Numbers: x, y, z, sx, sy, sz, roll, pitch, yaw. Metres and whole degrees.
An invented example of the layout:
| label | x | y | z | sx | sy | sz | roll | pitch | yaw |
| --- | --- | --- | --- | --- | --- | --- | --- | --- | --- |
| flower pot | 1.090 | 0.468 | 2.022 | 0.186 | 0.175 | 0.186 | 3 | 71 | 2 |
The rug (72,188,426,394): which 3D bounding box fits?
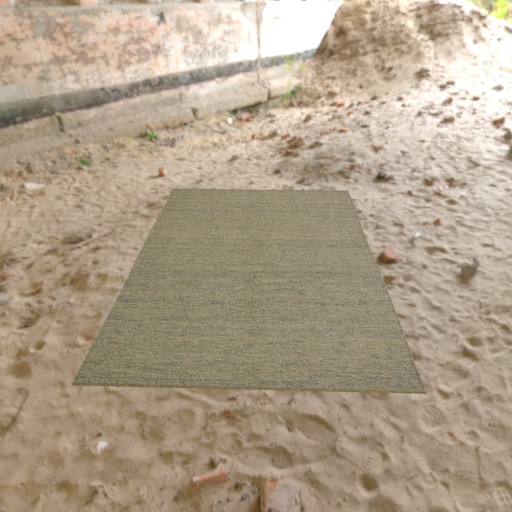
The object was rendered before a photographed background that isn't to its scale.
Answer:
| label | x | y | z | sx | sy | sz | roll | pitch | yaw |
| --- | --- | --- | --- | --- | --- | --- | --- | --- | --- |
| rug | 0.000 | 0.000 | 2.903 | 1.547 | 0.013 | 2.283 | 1 | 30 | 2 |
